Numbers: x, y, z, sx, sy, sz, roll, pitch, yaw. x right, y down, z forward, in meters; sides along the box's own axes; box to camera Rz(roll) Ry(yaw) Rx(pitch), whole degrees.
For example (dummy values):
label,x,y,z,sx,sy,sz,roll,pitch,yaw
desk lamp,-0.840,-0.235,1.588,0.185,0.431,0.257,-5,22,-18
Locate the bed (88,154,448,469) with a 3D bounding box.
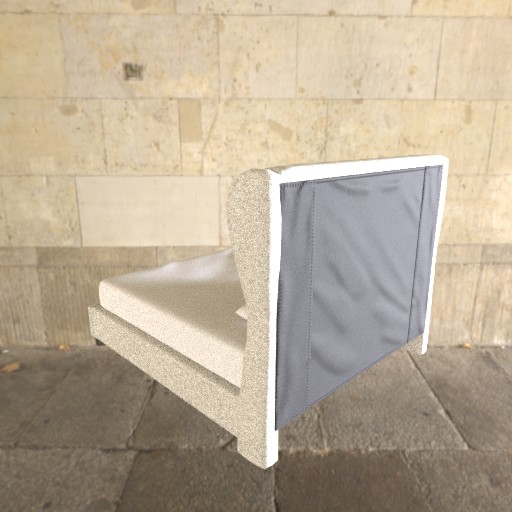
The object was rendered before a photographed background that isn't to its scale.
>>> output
label,x,y,z,sx,sy,sz,roll,pitch,yaw
bed,0.000,0.000,3.932,2.219,1.771,2.347,-15,22,-42
